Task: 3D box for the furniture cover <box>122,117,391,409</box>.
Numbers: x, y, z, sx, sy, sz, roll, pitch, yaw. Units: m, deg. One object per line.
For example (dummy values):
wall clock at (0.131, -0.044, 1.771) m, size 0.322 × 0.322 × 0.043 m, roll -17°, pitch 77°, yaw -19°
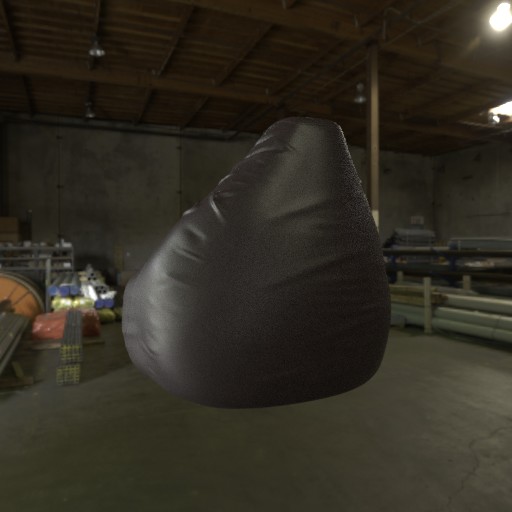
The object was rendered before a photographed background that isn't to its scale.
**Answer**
furniture cover at (0.000, 0.000, 1.870) m, size 1.070 × 0.990 × 1.070 m, roll -1°, pitch 1°, yaw -36°
